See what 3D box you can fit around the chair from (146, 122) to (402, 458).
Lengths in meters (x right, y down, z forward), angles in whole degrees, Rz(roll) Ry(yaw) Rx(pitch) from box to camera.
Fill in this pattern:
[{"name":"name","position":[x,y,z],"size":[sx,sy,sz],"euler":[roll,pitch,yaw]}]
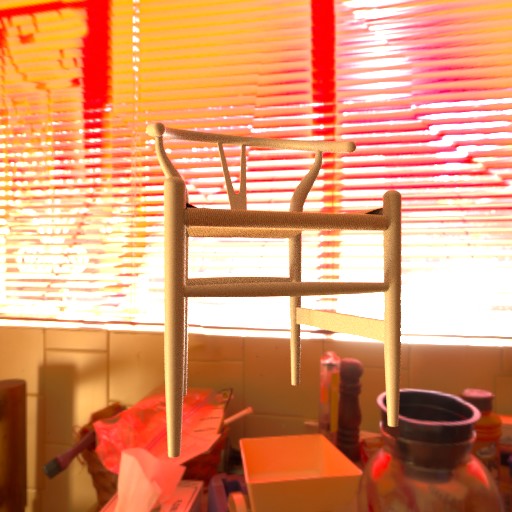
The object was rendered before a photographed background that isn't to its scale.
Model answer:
[{"name":"chair","position":[0.000,0.000,1.107],"size":[0.533,0.736,0.500],"euler":[0,-1,-19]}]
